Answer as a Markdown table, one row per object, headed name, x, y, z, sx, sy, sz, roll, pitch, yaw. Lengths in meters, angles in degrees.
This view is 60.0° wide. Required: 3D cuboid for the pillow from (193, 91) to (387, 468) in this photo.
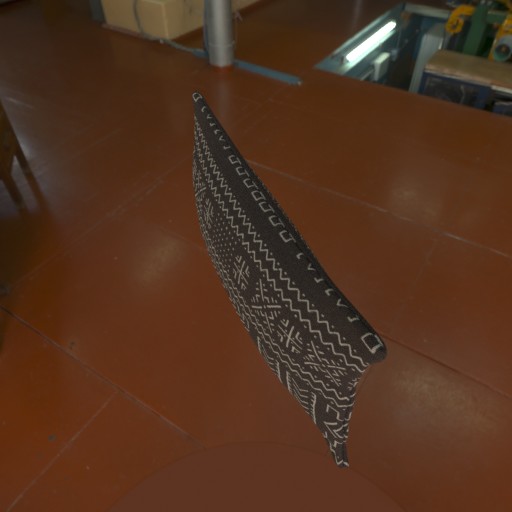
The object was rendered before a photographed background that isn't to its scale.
| name | x | y | z | sx | sy | sz | roll | pitch | yaw |
| --- | --- | --- | --- | --- | --- | --- | --- | --- | --- |
| pillow | 0.000 | 0.000 | 0.780 | 0.135 | 0.322 | 0.667 | -17 | 48 | -16 |
